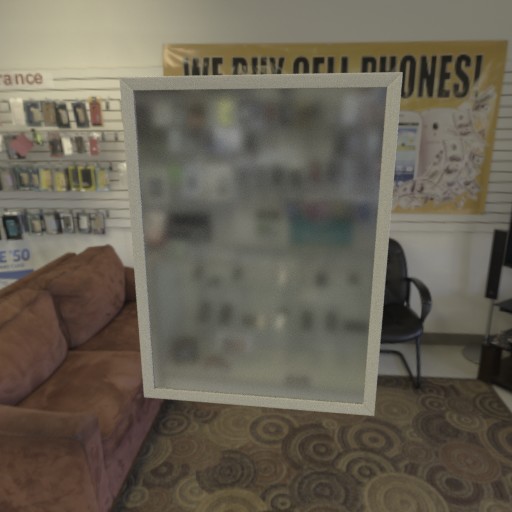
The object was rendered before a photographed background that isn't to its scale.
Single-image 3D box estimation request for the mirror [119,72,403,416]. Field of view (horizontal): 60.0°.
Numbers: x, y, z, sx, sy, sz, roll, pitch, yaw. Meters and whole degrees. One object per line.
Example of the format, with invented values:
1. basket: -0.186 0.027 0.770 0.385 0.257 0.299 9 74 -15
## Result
1. mirror: 0.000 0.000 1.339 0.762 1.016 0.040 2 16 7
